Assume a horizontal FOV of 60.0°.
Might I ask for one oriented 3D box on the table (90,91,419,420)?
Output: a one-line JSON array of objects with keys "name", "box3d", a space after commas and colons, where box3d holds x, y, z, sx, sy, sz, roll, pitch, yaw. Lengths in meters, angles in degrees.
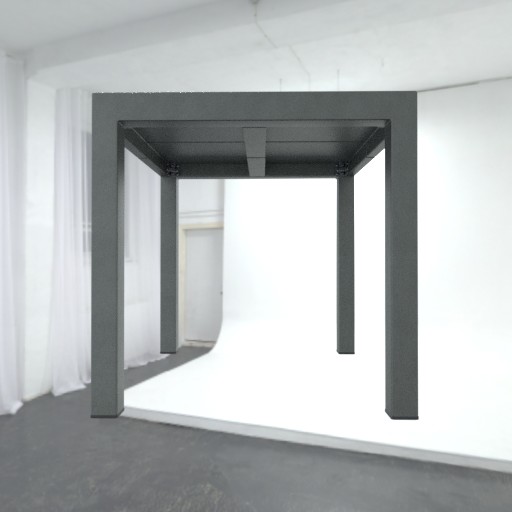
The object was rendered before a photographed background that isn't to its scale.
[{"name": "table", "box3d": [0.000, 0.000, 0.939, 0.508, 0.508, 0.508, 0, 0, 1]}]
